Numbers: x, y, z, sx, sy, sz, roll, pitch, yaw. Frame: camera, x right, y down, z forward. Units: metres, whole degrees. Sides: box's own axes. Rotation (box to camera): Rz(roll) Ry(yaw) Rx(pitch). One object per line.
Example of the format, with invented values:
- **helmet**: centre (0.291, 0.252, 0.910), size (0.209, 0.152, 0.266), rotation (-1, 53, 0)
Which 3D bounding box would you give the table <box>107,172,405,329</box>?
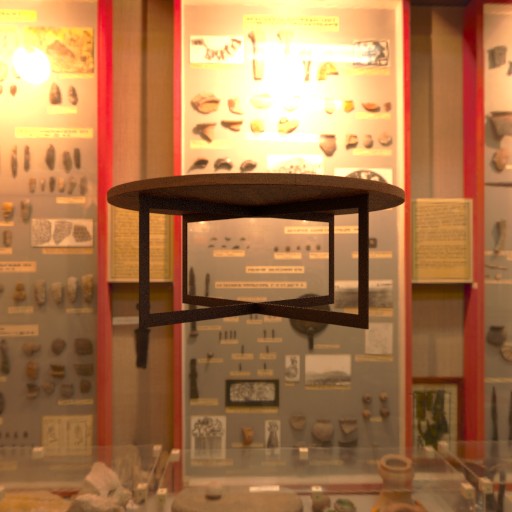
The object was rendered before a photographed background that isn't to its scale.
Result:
- **table**: centre (0.000, 0.000, 1.984), size (1.264, 0.516, 1.264), rotation (0, 0, 0)
